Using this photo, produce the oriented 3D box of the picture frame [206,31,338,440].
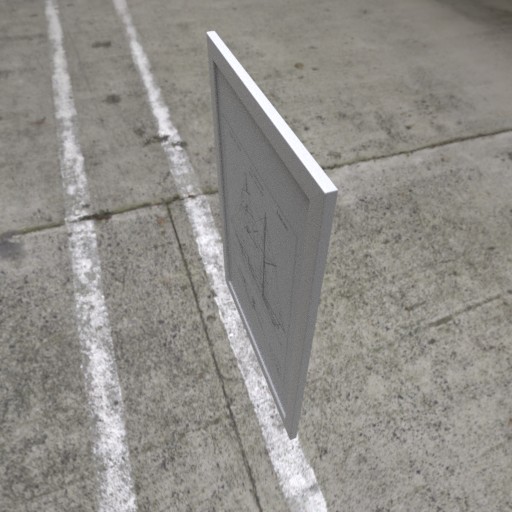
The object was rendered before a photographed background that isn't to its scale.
[{"bbox_3d":[0.000,0.000,0.688,0.012,0.534,0.381,-14,48,-13],"label":"picture frame"}]
